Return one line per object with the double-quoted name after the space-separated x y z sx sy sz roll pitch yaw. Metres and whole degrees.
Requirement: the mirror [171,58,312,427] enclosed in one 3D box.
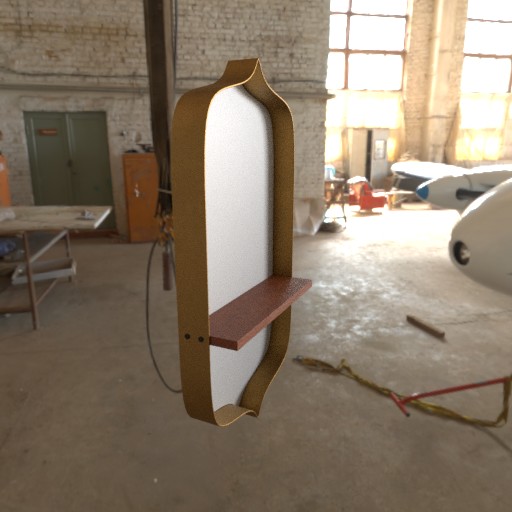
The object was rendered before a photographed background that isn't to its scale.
0.000 0.000 0.741 0.096 0.613 0.323 7 16 25 "mirror"
